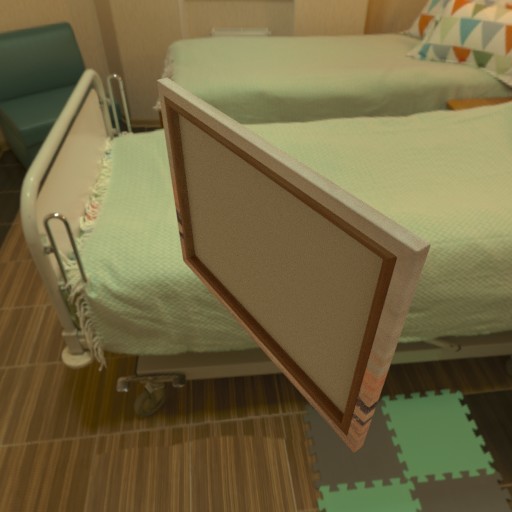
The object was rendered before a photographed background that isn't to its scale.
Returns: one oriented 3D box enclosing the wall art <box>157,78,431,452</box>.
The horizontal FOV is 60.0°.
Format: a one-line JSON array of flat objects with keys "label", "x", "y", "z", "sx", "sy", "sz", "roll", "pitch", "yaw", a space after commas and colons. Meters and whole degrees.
[{"label": "wall art", "x": 0.000, "y": 0.000, "z": 1.336, "sx": 0.038, "sy": 0.763, "sz": 1.015, "roll": -25, "pitch": 47, "yaw": -26}]
